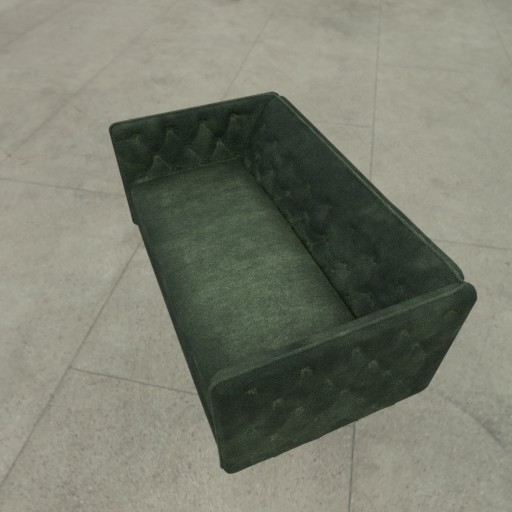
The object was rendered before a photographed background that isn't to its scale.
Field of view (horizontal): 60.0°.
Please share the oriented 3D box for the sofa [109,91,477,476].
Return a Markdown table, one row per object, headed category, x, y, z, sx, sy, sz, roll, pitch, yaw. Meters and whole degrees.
| category | x | y | z | sx | sy | sz | roll | pitch | yaw |
| --- | --- | --- | --- | --- | --- | --- | --- | --- | --- |
| sofa | 0.000 | 0.000 | 1.995 | 0.895 | 0.768 | 1.537 | -17 | 48 | -16 |
